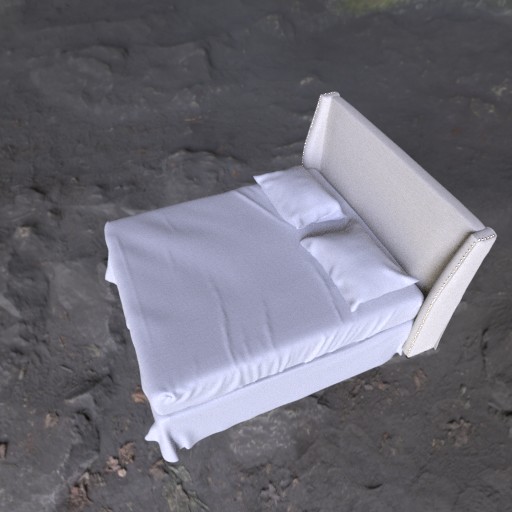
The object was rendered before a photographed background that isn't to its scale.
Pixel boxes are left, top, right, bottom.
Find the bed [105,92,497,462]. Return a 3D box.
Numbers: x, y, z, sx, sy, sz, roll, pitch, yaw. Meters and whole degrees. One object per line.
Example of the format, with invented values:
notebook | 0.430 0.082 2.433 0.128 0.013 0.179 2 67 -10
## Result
bed | 0.000 0.000 3.333 2.276 1.332 1.925 -17 50 -15
